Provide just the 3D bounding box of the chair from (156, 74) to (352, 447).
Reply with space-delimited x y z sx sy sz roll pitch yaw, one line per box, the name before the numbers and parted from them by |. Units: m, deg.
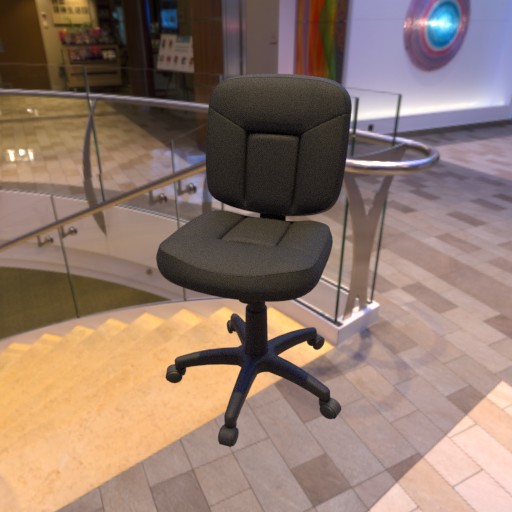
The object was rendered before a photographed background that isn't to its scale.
chair | 0.000 0.000 1.331 0.610 0.972 0.610 8 28 15
